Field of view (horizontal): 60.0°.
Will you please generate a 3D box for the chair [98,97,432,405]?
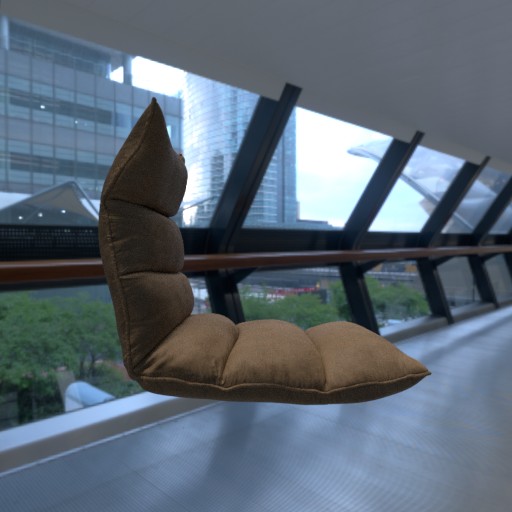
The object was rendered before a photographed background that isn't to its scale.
[{"bbox_3d":[0.000,0.000,1.586,0.985,0.892,0.714,0,1,0],"label":"chair"}]
